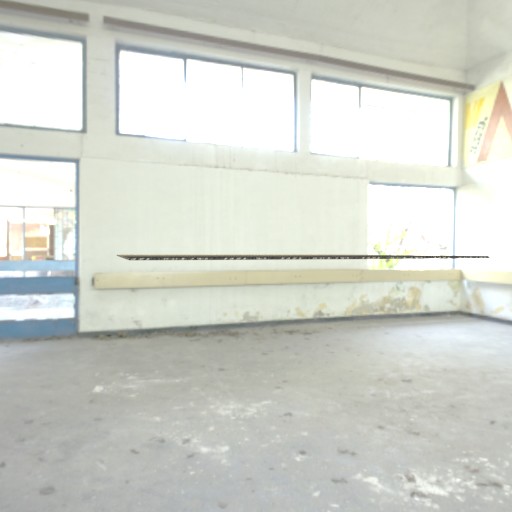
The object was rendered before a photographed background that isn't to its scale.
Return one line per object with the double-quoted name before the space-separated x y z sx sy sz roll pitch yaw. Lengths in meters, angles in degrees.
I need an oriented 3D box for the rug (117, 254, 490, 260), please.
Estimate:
"rug" 0.000 0.000 3.921 2.305 0.017 2.902 0 0 -19
